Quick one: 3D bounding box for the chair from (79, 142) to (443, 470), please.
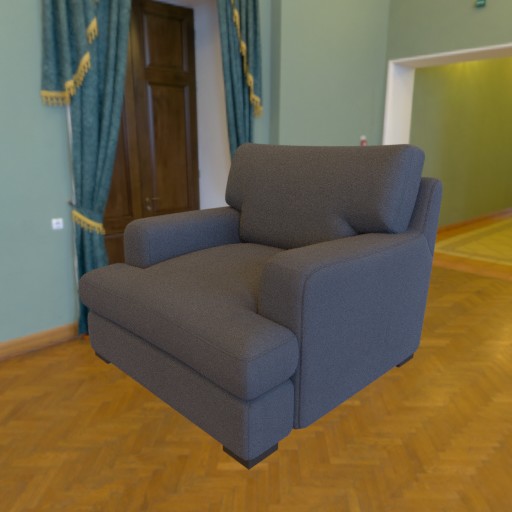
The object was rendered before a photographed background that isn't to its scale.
[{"bbox_3d":[0.000,0.000,1.915,1.143,0.940,1.168,-14,20,-43],"label":"chair"}]
